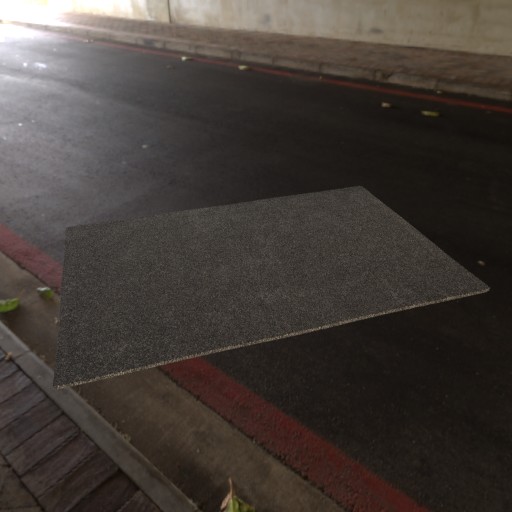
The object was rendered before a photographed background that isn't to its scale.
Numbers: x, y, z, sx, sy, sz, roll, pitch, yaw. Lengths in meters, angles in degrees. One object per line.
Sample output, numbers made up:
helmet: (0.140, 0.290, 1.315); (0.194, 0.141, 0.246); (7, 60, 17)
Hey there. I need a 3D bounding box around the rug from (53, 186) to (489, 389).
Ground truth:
rug: (0.000, 0.000, 2.843); (2.350, 0.025, 1.502); (-10, 34, -15)
